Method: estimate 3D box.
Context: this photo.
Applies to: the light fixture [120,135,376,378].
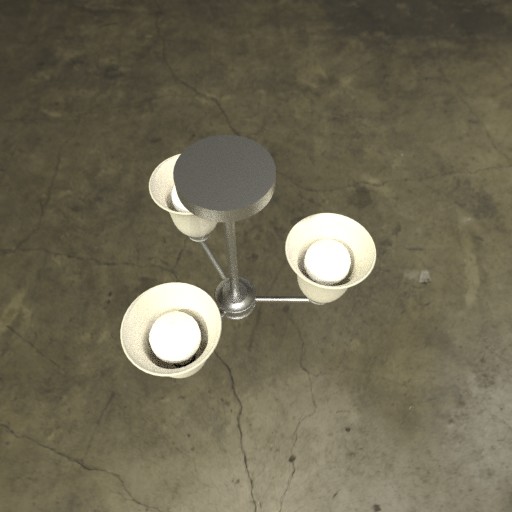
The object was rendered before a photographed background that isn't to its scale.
[{"bbox_3d":[0.000,0.000,0.674,0.354,0.370,0.388,1,57,1],"label":"light fixture"}]
